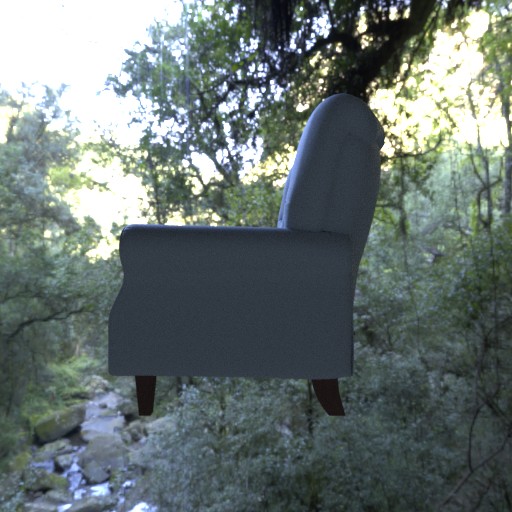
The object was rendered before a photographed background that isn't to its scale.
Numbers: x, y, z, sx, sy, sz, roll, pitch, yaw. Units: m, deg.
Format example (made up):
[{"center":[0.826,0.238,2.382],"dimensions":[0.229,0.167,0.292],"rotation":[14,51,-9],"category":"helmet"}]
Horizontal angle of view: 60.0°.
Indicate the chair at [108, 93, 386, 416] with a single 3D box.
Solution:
[{"center":[0.000,0.000,2.081],"dimensions":[1.128,1.217,1.090],"rotation":[0,0,1],"category":"chair"}]
